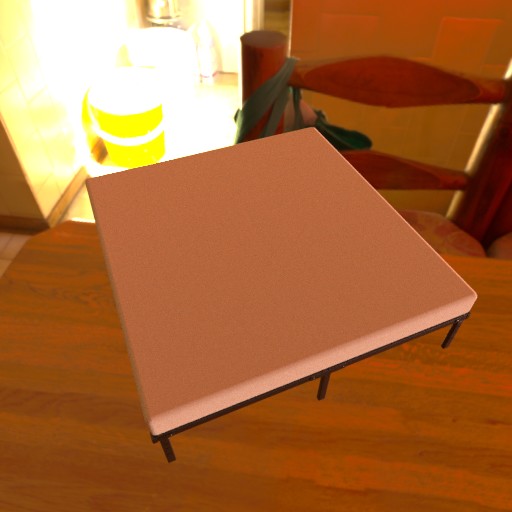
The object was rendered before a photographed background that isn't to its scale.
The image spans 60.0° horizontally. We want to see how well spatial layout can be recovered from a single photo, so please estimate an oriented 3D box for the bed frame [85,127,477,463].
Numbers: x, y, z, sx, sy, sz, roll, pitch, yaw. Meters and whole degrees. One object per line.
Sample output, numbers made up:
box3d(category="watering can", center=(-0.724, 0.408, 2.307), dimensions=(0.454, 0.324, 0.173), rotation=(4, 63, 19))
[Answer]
box3d(category="bed frame", center=(0.000, 0.000, 4.011), dimensions=(2.526, 0.680, 2.635), rotation=(-17, 49, -16))
